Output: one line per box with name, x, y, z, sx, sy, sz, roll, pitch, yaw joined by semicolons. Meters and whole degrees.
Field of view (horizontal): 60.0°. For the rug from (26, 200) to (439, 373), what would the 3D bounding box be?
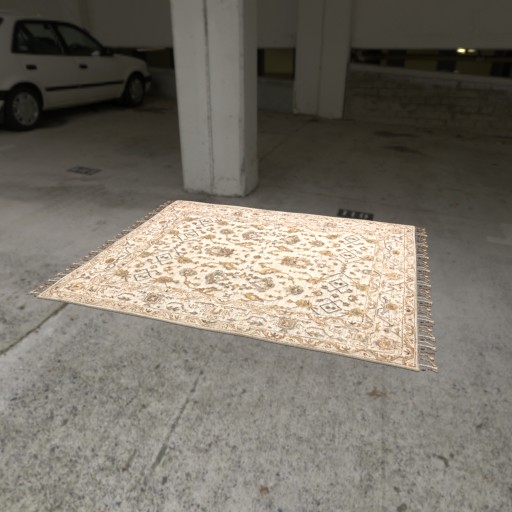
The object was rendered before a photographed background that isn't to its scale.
rug;0.000;0.000;4.105;3.061;0.034;2.426;8;27;16
